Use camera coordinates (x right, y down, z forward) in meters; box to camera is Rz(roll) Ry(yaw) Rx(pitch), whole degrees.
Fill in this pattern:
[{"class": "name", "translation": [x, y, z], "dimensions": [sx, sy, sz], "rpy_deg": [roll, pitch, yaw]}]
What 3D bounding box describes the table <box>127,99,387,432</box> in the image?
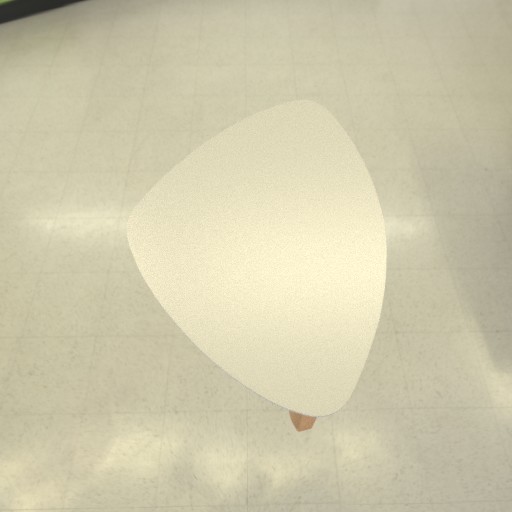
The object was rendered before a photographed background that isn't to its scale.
[{"class": "table", "translation": [0.000, 0.000, 1.655], "dimensions": [0.850, 0.440, 1.250], "rpy_deg": [1, 57, 1]}]
